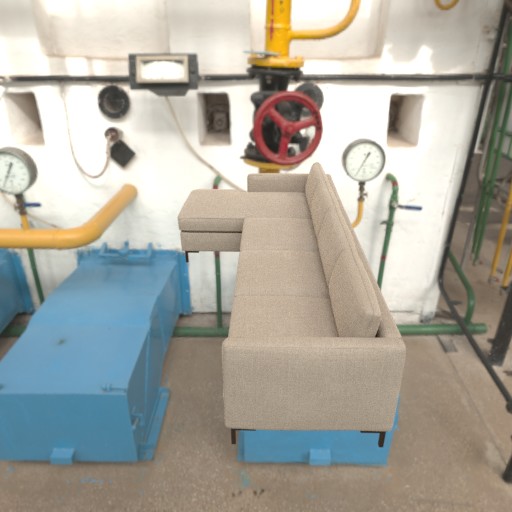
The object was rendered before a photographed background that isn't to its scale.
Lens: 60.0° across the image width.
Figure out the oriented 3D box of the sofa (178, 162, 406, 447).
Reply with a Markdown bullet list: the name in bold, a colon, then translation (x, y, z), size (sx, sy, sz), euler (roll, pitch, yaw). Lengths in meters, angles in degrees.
- **sofa**: translation (0.000, 0.000, 3.425), size (1.469, 0.816, 2.923), euler (1, 27, 1)
